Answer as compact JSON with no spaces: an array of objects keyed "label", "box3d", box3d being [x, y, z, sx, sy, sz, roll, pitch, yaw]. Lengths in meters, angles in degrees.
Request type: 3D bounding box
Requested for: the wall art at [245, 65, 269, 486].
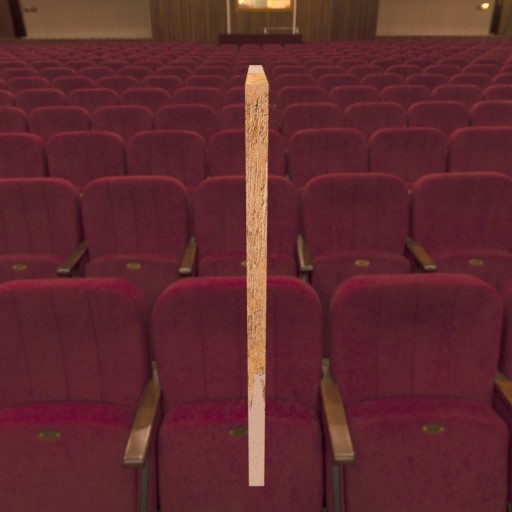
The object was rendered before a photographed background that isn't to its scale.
[{"label":"wall art","box3d":[0.000,0.000,0.798,0.026,0.613,0.458,0,26,0]}]
